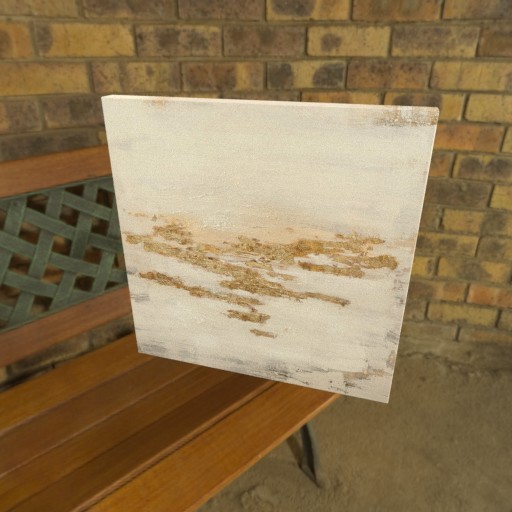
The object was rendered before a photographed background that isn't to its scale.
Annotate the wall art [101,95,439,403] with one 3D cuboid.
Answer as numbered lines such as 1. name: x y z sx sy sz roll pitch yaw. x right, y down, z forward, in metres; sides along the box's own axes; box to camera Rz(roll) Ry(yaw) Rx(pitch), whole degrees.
1. wall art: 0.000 0.000 0.925 0.611 0.613 0.040 8 27 15
